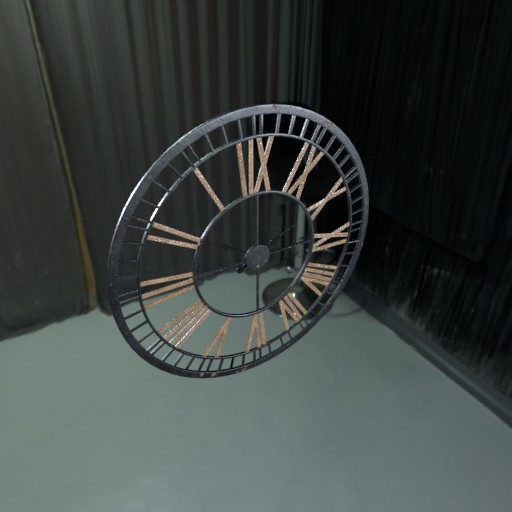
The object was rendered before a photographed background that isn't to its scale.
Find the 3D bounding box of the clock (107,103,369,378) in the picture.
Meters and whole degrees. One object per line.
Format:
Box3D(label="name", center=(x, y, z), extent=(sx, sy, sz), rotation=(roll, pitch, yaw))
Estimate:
Box3D(label="clock", center=(0.000, 0.000, 1.273), extent=(0.843, 0.843, 0.025), rotation=(-18, 35, -27))
